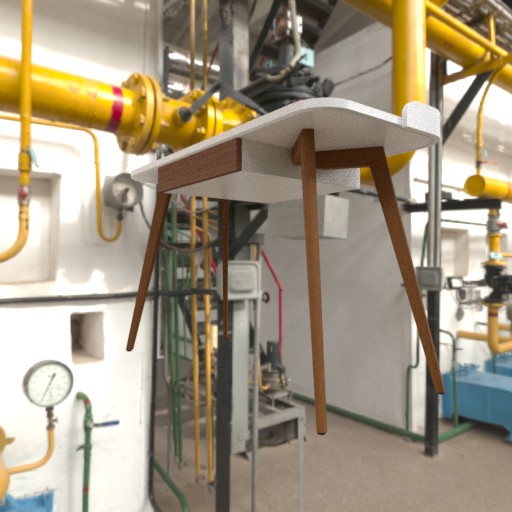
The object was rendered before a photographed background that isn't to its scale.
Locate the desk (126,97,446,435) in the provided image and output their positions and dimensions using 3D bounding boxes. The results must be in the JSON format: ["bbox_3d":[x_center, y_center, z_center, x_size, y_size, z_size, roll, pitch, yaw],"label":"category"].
[{"bbox_3d":[0.000,0.000,1.597,0.534,0.807,1.206,0,-1,-37],"label":"desk"}]
